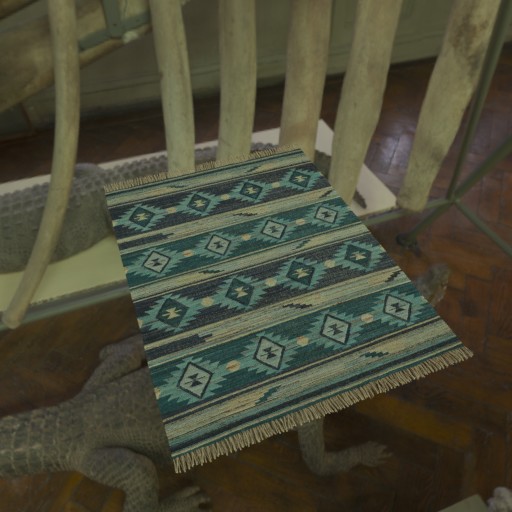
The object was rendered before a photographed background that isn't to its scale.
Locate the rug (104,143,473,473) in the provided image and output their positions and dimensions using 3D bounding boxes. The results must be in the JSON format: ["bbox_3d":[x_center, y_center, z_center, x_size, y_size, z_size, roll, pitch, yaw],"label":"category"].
[{"bbox_3d":[0.000,0.000,4.245,2.418,0.047,3.307,-16,49,-15],"label":"rug"}]
